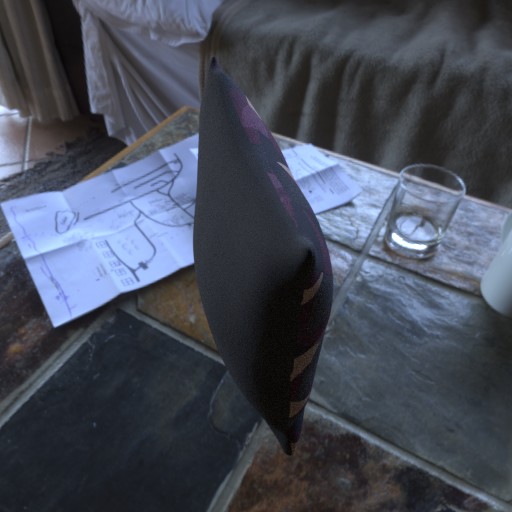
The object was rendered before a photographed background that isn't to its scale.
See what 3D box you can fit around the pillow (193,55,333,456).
[{"bbox_3d":[0.000,0.000,0.755,0.208,0.496,0.503,-11,47,-10],"label":"pillow"}]
